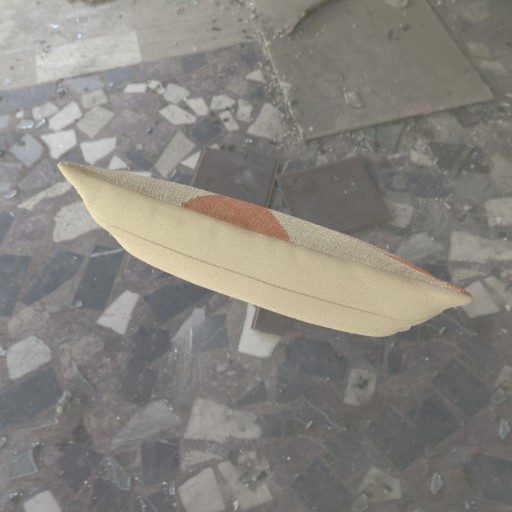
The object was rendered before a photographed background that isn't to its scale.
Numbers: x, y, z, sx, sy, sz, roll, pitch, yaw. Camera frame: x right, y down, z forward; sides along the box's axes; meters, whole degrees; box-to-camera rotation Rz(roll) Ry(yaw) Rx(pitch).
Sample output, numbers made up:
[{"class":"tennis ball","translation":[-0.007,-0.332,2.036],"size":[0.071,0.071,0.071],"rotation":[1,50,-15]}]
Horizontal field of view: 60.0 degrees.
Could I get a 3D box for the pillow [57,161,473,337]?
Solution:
[{"class":"pillow","translation":[0.000,0.000,0.743],"size":[0.609,0.292,0.155],"rotation":[18,65,9]}]
